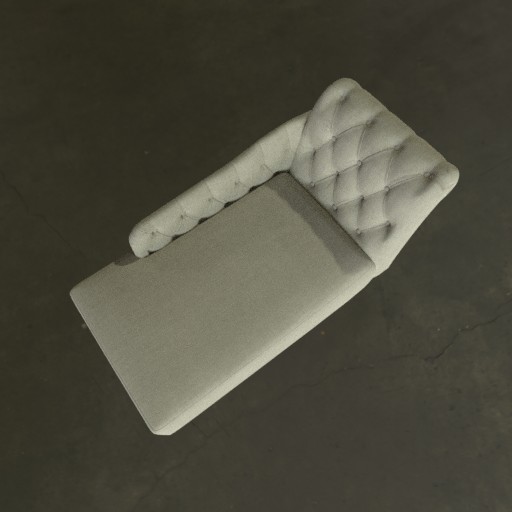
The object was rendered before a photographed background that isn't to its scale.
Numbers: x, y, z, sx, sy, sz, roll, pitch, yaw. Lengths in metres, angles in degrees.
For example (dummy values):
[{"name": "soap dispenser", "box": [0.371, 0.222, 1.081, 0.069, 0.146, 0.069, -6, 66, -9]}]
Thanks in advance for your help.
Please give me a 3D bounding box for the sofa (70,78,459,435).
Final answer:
[{"name": "sofa", "box": [0.000, 0.000, 1.805, 1.379, 0.787, 0.675, -34, 68, -15]}]
